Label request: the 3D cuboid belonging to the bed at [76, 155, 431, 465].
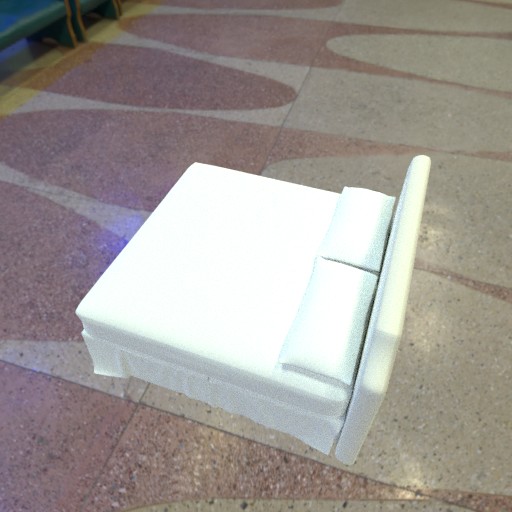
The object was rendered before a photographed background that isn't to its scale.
[{"bbox_3d":[0.000,0.000,3.509,2.204,1.301,2.160,15,48,14],"label":"bed"}]
